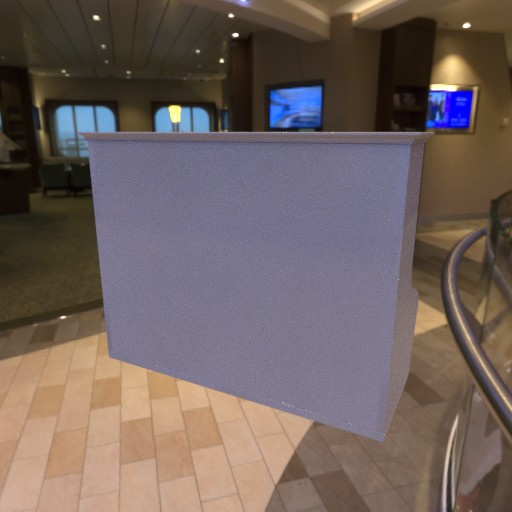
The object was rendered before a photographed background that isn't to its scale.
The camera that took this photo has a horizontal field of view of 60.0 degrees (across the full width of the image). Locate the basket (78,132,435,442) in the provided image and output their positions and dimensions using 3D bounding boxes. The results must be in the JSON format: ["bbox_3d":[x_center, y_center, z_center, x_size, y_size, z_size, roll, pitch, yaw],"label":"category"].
[{"bbox_3d":[0.000,0.000,1.115,0.780,0.600,0.350,8,18,27],"label":"basket"}]
